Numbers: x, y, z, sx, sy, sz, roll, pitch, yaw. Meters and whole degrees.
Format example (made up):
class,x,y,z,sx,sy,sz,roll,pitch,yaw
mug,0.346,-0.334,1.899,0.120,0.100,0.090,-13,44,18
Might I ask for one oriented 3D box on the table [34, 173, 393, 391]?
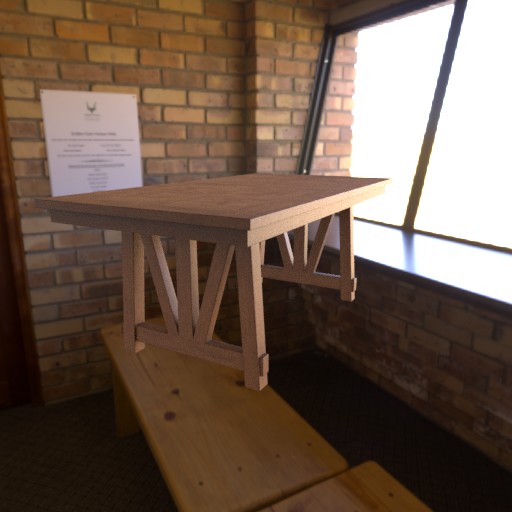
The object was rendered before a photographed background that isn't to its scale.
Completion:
class,x,y,z,sx,sy,sz,roll,pitch,yaw
table,0.000,0.000,2.451,1.016,0.768,1.881,8,16,28
